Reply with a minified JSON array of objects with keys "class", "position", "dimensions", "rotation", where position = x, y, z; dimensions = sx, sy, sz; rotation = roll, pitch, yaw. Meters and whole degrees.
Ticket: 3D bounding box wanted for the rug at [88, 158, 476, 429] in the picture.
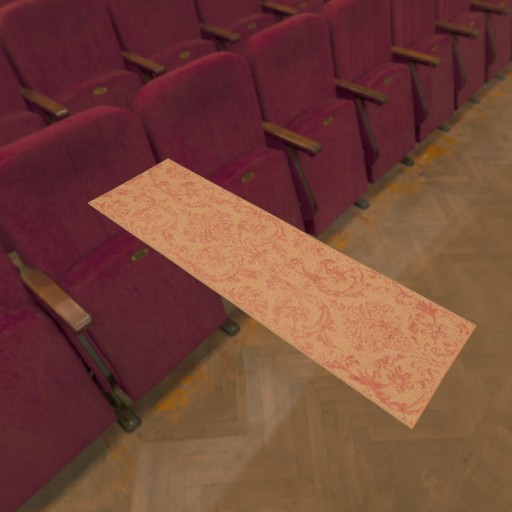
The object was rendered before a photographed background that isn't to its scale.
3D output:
[{"class":"rug","position":[0.000,0.000,2.433],"dimensions":[2.196,0.011,0.662],"rotation":[31,53,27]}]
